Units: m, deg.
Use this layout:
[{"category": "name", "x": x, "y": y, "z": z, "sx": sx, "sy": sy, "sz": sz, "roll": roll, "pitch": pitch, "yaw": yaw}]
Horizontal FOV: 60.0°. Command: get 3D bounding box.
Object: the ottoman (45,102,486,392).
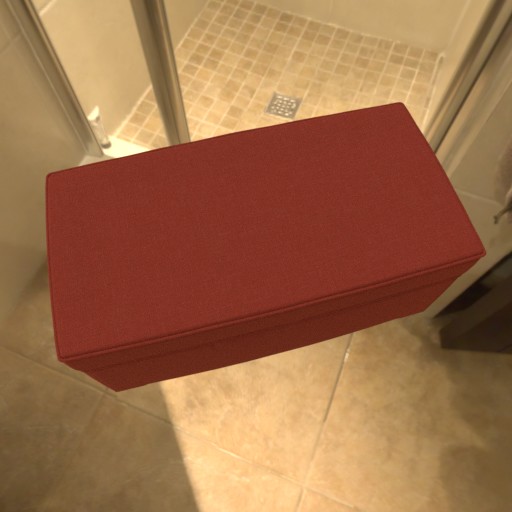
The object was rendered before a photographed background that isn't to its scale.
[{"category": "ottoman", "x": 0.000, "y": 0.000, "z": 1.210, "sx": 0.948, "sy": 0.454, "sz": 0.497, "roll": -13, "pitch": 64, "yaw": -7}]
